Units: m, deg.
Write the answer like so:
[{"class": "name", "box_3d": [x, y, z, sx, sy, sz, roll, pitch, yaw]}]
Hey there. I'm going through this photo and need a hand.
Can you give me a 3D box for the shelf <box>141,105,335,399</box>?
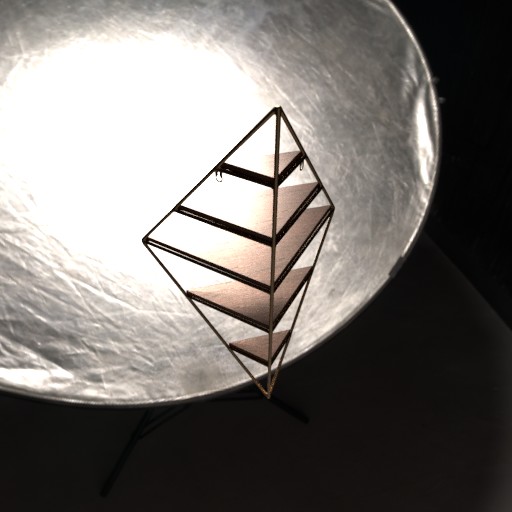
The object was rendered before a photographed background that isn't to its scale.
[{"class": "shelf", "box_3d": [0.000, 0.000, 1.152, 0.564, 0.913, 0.294, -10, 42, -12]}]
